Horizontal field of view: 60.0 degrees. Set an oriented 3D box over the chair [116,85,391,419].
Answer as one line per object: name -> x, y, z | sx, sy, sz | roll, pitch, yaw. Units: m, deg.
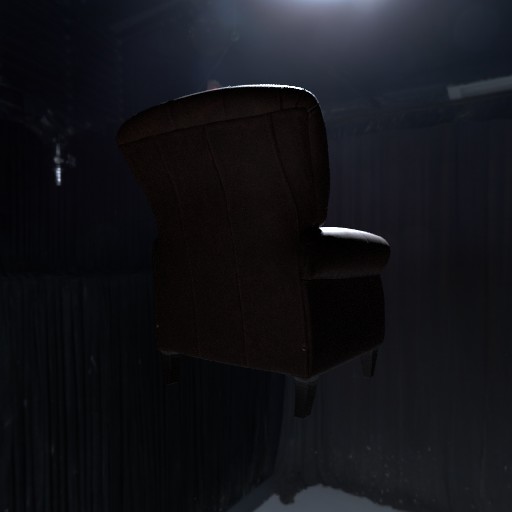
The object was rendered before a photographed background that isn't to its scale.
chair -> 0.000, 0.000, 1.971 | 0.979, 1.162, 1.031 | 1, 1, 36
